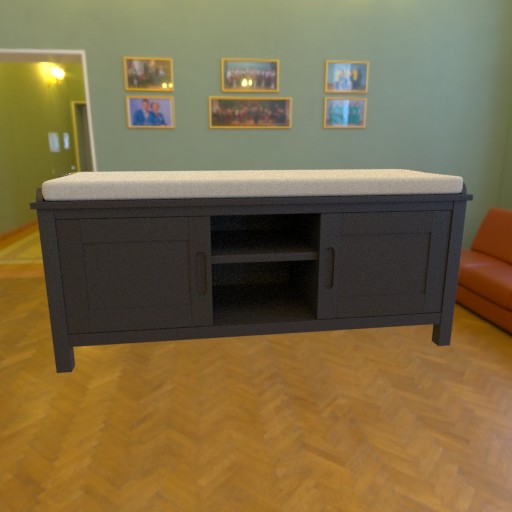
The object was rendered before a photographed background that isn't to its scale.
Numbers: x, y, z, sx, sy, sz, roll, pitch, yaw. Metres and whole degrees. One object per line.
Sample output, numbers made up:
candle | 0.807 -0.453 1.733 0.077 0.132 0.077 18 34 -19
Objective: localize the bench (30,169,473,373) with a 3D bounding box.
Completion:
bench | 0.000 0.000 1.368 1.140 0.501 0.398 -2 15 -8
